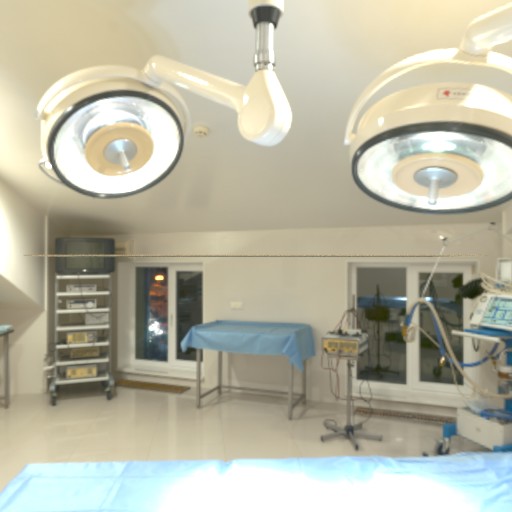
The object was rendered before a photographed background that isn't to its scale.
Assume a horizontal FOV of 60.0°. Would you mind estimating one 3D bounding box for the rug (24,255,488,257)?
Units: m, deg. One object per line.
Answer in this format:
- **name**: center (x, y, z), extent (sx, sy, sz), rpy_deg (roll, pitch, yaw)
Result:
- **rug**: center (0.000, 0.000, 2.670), extent (2.437, 0.005, 0.688), rpy_deg (0, -1, 0)
